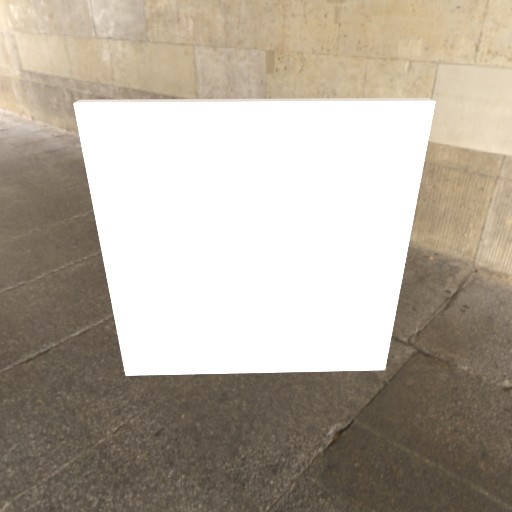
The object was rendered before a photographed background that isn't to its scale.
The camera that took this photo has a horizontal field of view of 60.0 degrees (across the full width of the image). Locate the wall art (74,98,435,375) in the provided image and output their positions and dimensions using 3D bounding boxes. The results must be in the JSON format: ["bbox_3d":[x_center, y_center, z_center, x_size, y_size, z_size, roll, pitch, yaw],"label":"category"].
[{"bbox_3d":[0.000,0.000,1.133,0.762,0.762,0.040,-1,29,-1],"label":"wall art"}]
